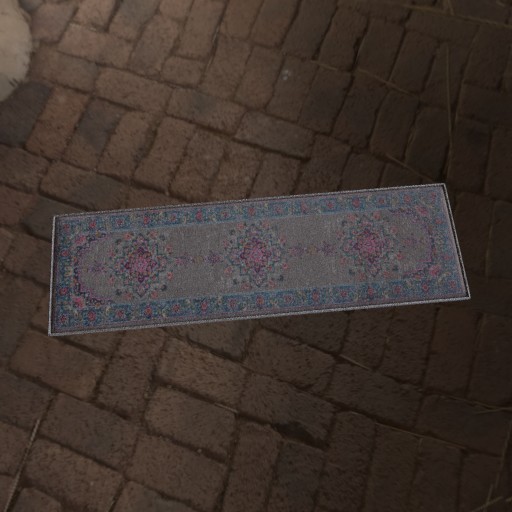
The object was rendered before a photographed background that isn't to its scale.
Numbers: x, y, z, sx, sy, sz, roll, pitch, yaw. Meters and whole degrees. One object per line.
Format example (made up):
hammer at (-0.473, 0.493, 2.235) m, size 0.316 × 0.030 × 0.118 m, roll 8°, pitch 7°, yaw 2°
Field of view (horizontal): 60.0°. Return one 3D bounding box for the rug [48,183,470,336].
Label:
rug at (0.000, 0.000, 1.981) m, size 1.827 × 0.012 × 0.553 m, roll -5°, pitch 74°, yaw -1°
